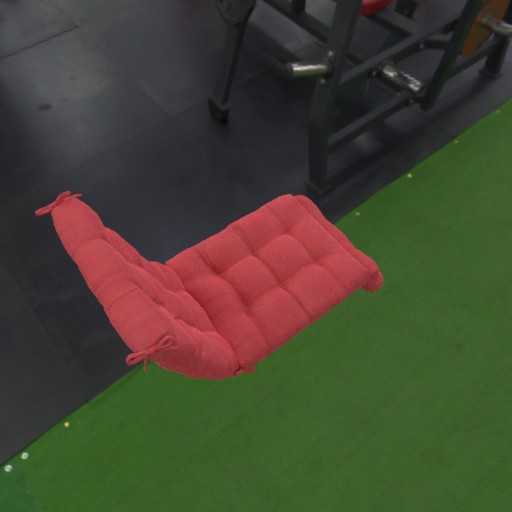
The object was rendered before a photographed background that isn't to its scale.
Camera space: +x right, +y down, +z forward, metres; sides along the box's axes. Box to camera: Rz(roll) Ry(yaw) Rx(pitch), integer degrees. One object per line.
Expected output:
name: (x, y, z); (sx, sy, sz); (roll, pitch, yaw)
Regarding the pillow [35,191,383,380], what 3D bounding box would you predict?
pillow: (0.000, 0.000, 1.497); (1.016, 0.863, 0.526); (-33, 64, -18)
